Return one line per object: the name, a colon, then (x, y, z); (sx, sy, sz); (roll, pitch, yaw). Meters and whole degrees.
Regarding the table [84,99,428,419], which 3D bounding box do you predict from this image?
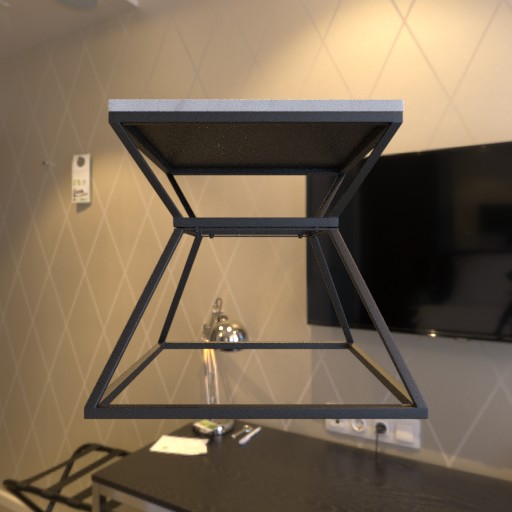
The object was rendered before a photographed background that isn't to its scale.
table: (0.000, 0.000, 0.811); (0.455, 0.431, 0.455); (0, 0, 0)
